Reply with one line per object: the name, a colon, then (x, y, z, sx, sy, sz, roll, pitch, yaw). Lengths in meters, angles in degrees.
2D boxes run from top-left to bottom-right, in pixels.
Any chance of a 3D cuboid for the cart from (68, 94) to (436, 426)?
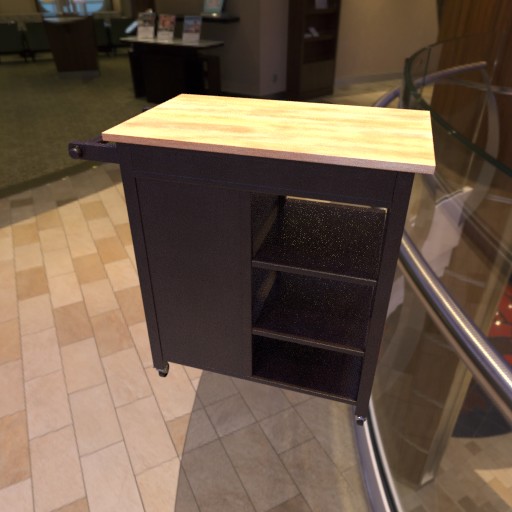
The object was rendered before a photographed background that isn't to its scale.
cart: (0.000, 0.000, 1.444, 0.914, 0.878, 0.472, 9, 33, 14)
